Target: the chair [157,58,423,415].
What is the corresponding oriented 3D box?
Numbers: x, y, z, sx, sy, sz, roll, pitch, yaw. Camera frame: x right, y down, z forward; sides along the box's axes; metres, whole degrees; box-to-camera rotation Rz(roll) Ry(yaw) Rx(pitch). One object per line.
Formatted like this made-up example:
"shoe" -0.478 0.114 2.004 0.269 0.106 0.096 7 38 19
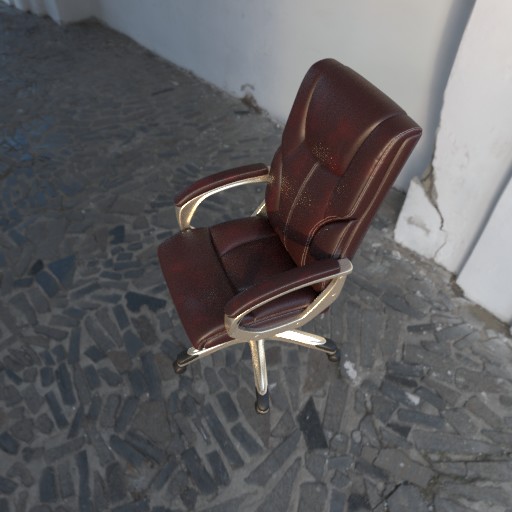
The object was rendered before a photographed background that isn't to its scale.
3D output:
"chair" 0.000 0.000 1.540 0.739 1.107 0.662 -17 50 -15
